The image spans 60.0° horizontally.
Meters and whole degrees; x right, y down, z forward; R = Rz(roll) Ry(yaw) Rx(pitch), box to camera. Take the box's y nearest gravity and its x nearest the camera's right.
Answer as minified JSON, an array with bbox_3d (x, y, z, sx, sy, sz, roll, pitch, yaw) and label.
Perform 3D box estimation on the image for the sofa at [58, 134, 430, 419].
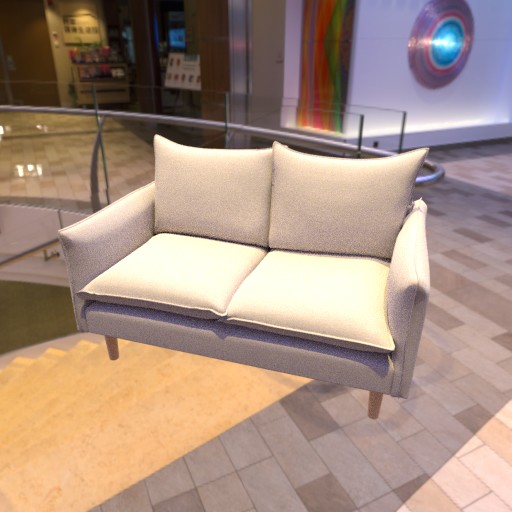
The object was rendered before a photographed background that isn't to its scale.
[{"bbox_3d":[0.000,0.000,1.812,1.300,0.840,0.820,8,26,16],"label":"sofa"}]
